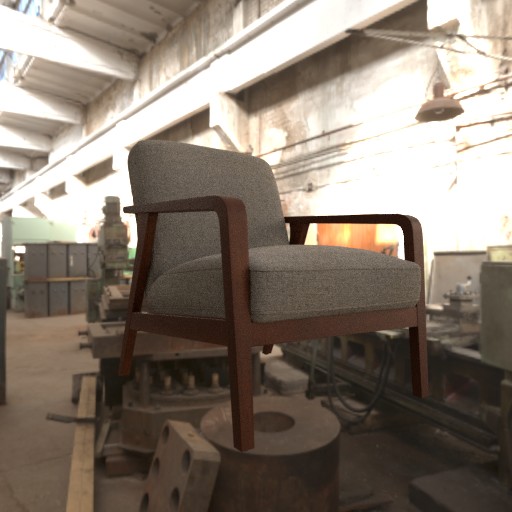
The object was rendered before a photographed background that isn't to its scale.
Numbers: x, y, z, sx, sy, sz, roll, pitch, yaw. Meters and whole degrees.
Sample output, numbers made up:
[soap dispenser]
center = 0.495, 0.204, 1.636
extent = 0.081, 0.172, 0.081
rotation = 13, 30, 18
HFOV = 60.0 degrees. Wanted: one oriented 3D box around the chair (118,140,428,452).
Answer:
[chair]
center = 0.000, 0.000, 1.466
extent = 0.704, 0.847, 0.858
rotation = 1, -1, -36
